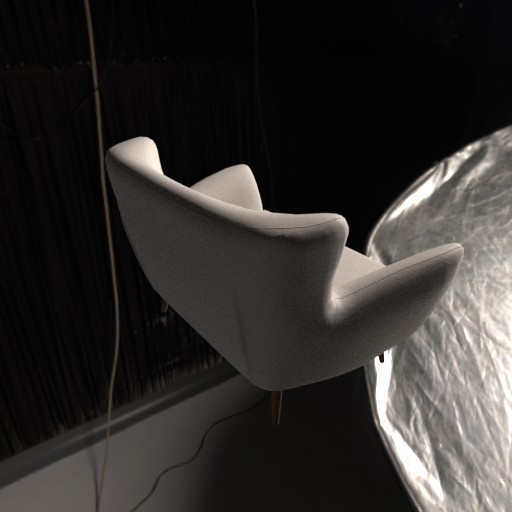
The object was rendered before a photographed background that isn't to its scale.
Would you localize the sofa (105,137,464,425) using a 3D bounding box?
[{"bbox_3d":[0.000,0.000,1.955,0.921,0.878,1.424,-19,32,-32],"label":"sofa"}]
